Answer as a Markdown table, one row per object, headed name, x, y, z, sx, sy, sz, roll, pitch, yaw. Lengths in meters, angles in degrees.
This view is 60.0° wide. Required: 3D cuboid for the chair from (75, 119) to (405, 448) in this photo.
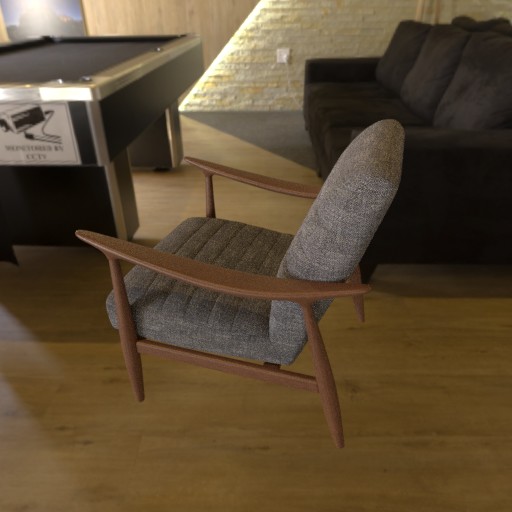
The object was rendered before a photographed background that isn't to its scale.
| name | x | y | z | sx | sy | sz | roll | pitch | yaw |
| --- | --- | --- | --- | --- | --- | --- | --- | --- | --- |
| chair | 0.000 | 0.000 | 1.442 | 0.798 | 0.832 | 0.741 | 9 | 32 | 15 |
